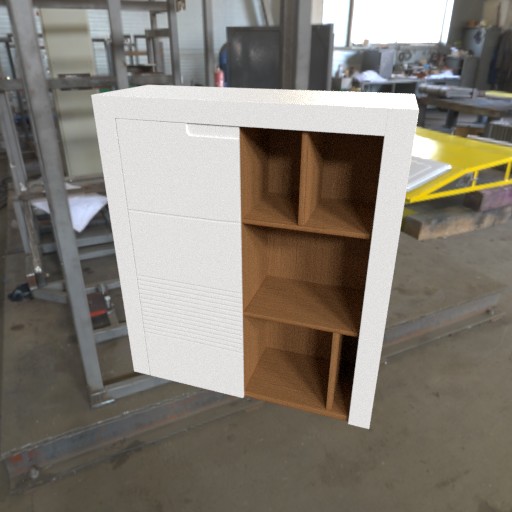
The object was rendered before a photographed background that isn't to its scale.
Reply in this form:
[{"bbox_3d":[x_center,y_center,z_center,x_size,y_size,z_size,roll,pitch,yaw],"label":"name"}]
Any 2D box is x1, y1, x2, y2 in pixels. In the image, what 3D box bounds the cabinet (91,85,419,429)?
[{"bbox_3d":[0.000,0.000,1.670,0.990,1.150,0.348,8,28,17],"label":"cabinet"}]
